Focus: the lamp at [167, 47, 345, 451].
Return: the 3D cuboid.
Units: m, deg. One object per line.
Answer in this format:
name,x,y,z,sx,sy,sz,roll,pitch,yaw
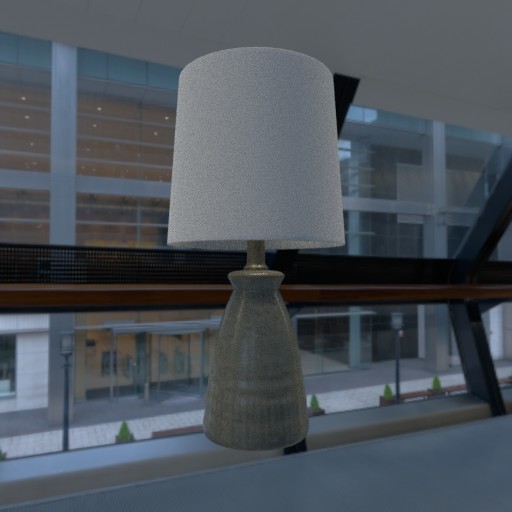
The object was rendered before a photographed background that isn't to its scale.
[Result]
lamp,0.000,0.000,0.473,0.186,0.369,0.186,0,-2,0
